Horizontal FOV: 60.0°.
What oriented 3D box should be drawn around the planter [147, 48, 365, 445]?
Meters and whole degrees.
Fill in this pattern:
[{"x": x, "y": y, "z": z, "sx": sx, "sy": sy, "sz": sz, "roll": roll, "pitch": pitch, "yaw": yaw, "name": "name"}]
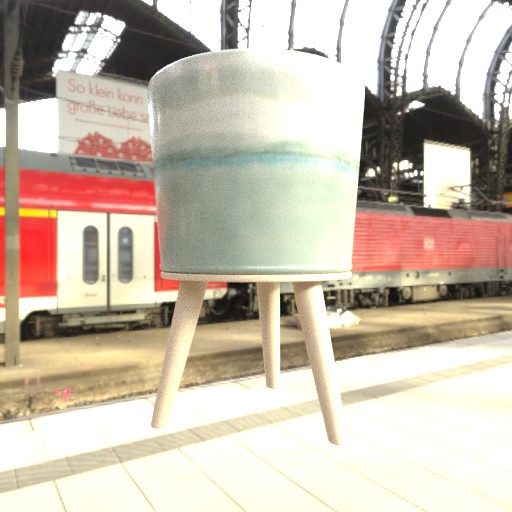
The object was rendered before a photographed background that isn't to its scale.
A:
[{"x": 0.000, "y": 0.000, "z": 0.557, "sx": 0.265, "sy": 0.404, "sz": 0.265, "roll": 0, "pitch": 0, "yaw": -35, "name": "planter"}]
